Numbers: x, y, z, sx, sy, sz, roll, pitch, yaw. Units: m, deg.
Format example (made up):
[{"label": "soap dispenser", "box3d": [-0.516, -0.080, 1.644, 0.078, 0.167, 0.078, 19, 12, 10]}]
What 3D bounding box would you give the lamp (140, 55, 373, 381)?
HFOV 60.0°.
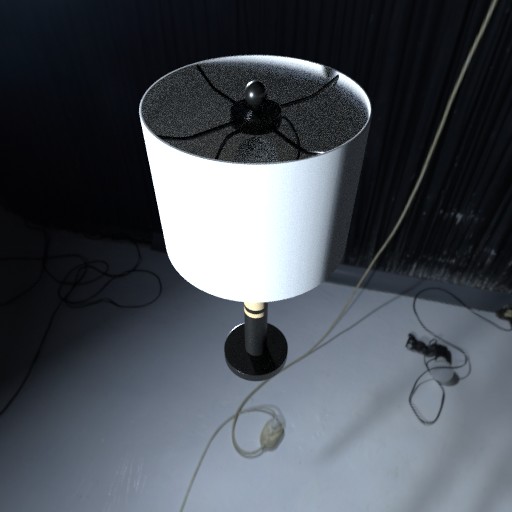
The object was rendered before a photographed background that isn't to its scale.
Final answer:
[{"label": "lamp", "box3d": [0.000, 0.000, 0.799, 0.305, 0.640, 0.305, 9, 46, 9]}]
